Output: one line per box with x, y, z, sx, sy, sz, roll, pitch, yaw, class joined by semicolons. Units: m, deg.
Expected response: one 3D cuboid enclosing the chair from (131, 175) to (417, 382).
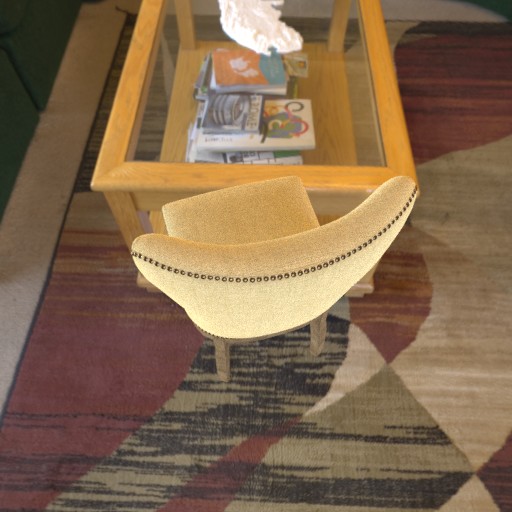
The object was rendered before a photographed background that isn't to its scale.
0.000;0.000;1.461;0.654;1.002;0.681;-14;60;-8;chair
